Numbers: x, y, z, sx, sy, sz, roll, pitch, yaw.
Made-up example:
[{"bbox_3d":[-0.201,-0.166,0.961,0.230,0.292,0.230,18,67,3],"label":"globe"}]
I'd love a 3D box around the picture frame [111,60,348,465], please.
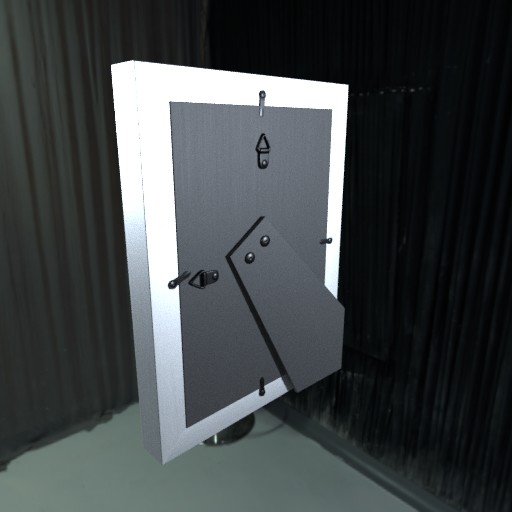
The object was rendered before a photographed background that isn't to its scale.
[{"bbox_3d":[0.000,0.000,0.274,0.157,0.208,0.028,-15,22,-42],"label":"picture frame"}]
